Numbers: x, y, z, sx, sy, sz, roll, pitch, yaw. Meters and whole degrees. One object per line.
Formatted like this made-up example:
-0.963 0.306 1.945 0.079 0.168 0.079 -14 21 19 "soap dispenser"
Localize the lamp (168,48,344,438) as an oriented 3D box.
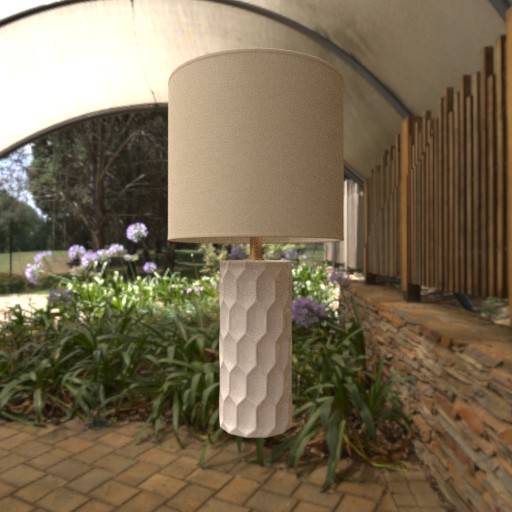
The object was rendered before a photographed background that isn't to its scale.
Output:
0.000 0.000 0.709 0.277 0.537 0.277 0 0 -1 "lamp"
